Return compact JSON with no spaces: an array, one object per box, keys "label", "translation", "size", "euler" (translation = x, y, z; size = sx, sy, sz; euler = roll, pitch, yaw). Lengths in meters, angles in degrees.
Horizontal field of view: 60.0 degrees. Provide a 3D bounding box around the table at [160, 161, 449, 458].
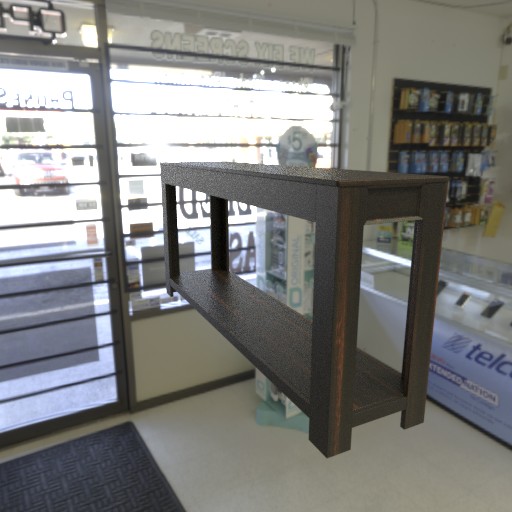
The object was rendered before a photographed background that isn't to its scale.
[{"label":"table","translation":[0.000,0.000,1.927],"size":[0.384,0.762,1.631],"euler":[-7,15,-26]}]
